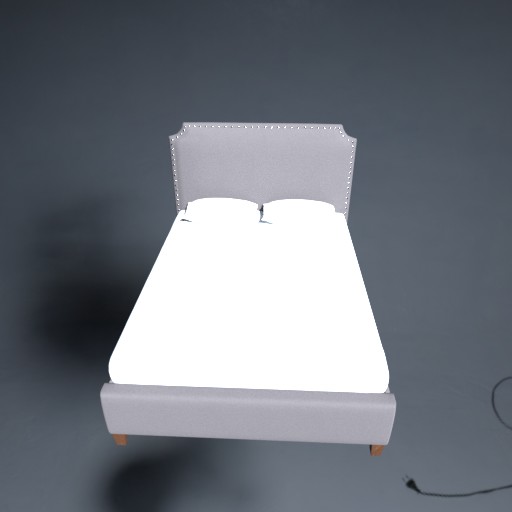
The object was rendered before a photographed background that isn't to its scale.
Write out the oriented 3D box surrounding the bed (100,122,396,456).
[{"bbox_3d":[0.000,0.000,3.367,1.713,1.443,2.372,1,30,2],"label":"bed"}]
